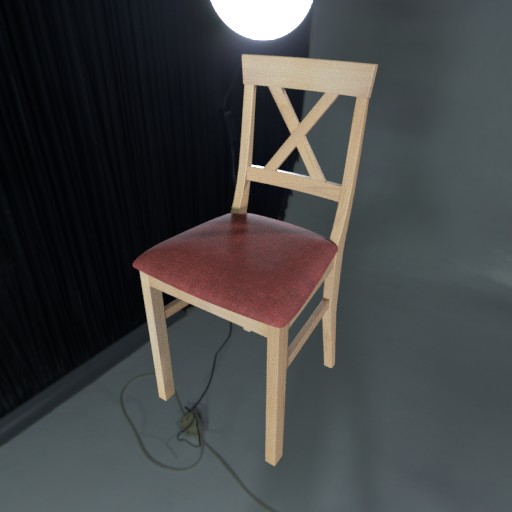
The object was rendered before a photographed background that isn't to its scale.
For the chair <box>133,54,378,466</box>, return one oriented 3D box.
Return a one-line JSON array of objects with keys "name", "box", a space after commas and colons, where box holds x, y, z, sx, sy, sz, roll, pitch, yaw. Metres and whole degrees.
[{"name": "chair", "box": [0.000, 0.000, 1.163, 0.439, 0.912, 0.492, 19, 35, 29]}]
